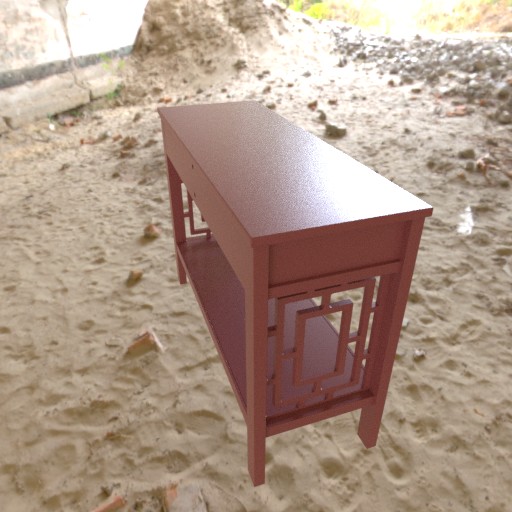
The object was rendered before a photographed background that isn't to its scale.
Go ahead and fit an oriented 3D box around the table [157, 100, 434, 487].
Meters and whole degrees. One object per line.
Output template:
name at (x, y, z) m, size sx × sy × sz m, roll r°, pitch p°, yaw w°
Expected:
table at (0.000, 0.000, 1.454) m, size 0.397 × 0.753 × 1.068 m, roll -10°, pitch 32°, yaw -17°
